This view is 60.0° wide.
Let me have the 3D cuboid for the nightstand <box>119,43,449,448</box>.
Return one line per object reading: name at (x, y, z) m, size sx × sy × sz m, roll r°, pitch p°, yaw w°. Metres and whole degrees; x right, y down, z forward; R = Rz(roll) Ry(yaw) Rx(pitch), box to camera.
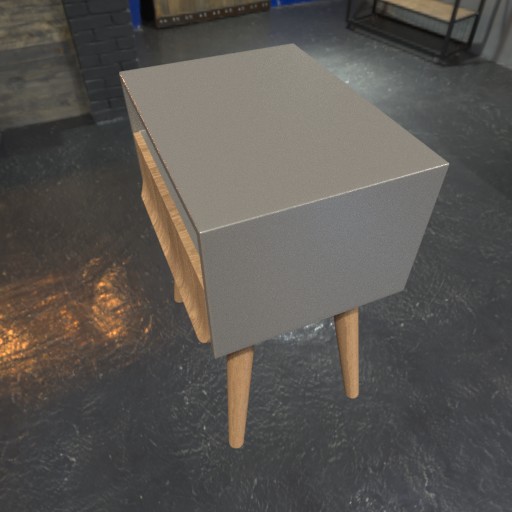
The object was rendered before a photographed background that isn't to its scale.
nightstand at (0.000, 0.000, 0.728) m, size 0.288 × 0.508 × 0.370 m, roll -17°, pitch 48°, yaw -16°
